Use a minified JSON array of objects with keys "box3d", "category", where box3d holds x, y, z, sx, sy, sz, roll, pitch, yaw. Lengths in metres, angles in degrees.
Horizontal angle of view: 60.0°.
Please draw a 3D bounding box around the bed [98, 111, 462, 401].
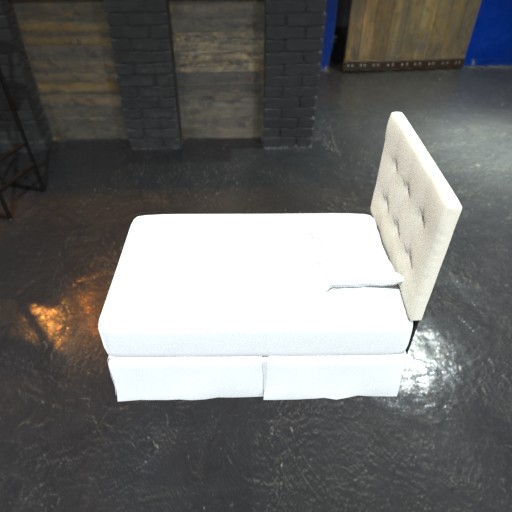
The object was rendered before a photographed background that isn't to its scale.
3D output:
[{"box3d":[0.000,0.000,3.031,1.997,1.571,1.261,0,41,0],"category":"bed"}]
